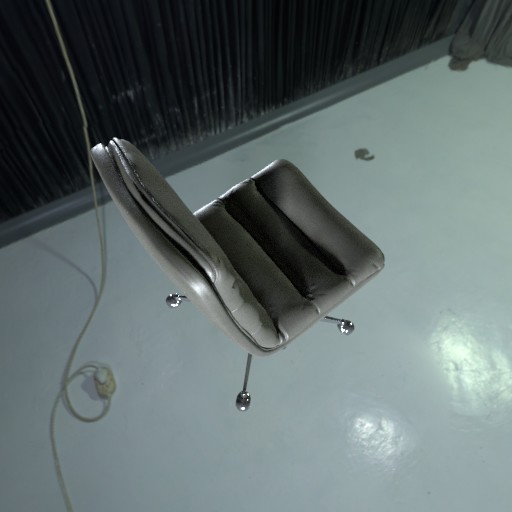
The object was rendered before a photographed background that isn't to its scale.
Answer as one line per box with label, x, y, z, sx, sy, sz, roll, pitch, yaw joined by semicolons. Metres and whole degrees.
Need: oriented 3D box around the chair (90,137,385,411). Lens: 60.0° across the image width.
chair;0.000;0.000;1.042;0.485;0.738;0.422;-32;64;-18
